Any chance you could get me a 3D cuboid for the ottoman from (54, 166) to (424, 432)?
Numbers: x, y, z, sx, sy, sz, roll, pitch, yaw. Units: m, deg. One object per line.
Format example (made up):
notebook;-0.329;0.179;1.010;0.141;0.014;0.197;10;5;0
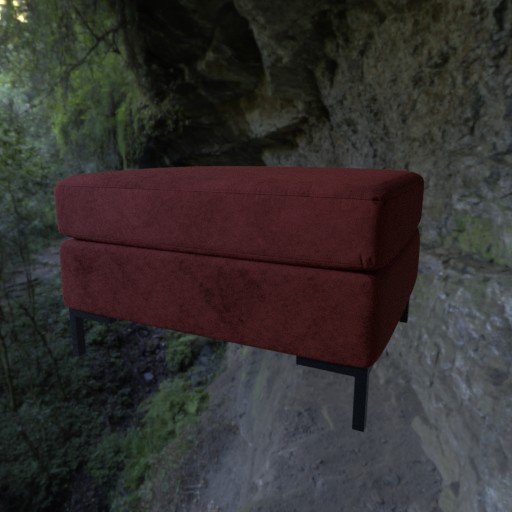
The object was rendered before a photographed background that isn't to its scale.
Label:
ottoman;0.000;0.000;1.184;0.782;0.462;0.650;6;15;25
